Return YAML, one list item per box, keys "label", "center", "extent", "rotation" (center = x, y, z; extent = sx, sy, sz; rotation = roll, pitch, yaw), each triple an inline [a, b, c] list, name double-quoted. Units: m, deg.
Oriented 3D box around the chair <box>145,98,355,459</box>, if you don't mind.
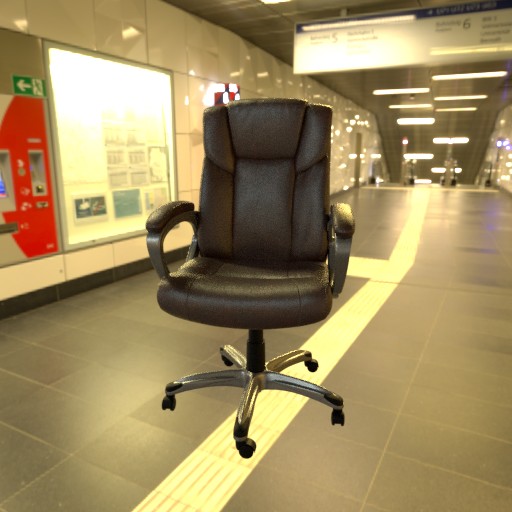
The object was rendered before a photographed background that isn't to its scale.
- label: "chair"
  center: [0.000, 0.000, 1.573]
  extent: [0.656, 1.128, 0.692]
  rotation: [2, 13, 9]
